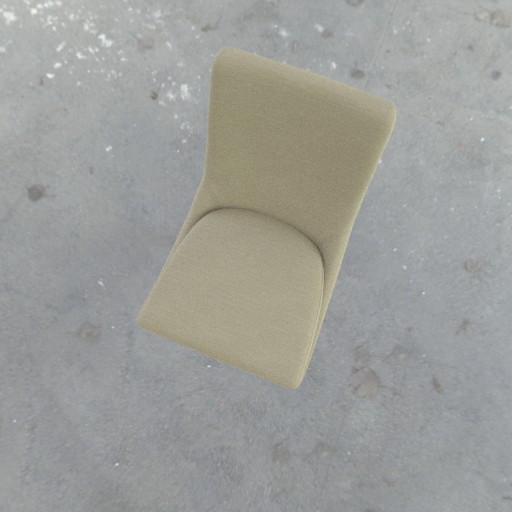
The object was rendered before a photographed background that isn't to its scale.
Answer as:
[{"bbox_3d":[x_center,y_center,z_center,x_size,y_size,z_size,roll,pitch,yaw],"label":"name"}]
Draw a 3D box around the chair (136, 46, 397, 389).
[{"bbox_3d":[0.000,0.000,1.315,0.515,0.940,0.638,21,76,6],"label":"chair"}]
